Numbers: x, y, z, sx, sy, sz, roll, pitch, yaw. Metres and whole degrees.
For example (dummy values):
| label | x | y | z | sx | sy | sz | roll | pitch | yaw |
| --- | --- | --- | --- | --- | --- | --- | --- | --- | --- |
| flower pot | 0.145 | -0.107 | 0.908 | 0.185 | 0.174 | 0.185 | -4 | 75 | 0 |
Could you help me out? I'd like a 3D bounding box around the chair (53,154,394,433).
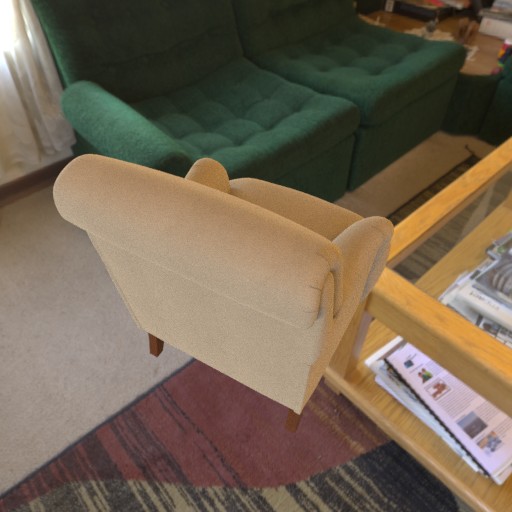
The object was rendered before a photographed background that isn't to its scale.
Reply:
| label | x | y | z | sx | sy | sz | roll | pitch | yaw |
| --- | --- | --- | --- | --- | --- | --- | --- | --- | --- |
| chair | 0.000 | 0.000 | 1.515 | 0.766 | 0.942 | 0.842 | 23 | 50 | 20 |
